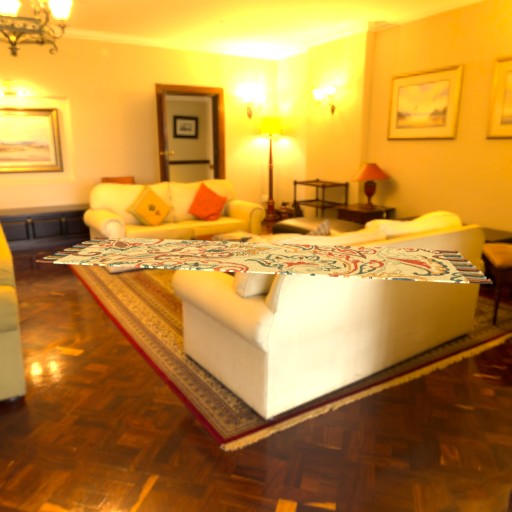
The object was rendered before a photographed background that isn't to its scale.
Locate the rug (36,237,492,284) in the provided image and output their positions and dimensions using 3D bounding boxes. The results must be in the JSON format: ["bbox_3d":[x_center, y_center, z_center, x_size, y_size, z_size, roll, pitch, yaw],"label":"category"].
[{"bbox_3d":[0.000,0.000,2.923,2.682,0.015,0.763,2,14,9],"label":"rug"}]
